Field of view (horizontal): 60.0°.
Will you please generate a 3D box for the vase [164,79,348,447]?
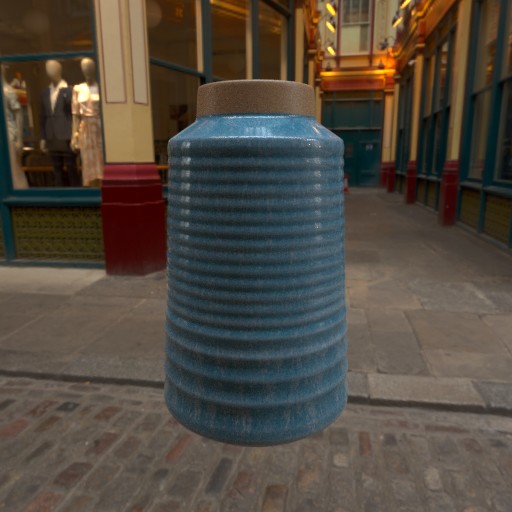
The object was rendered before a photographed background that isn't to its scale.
[{"bbox_3d":[0.000,0.000,0.375,0.163,0.267,0.163,0,13,0],"label":"vase"}]
